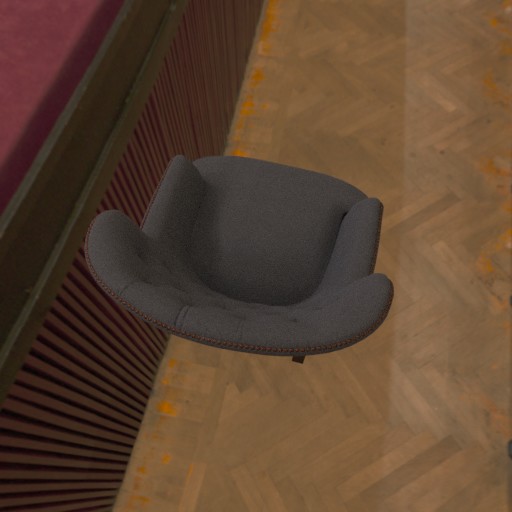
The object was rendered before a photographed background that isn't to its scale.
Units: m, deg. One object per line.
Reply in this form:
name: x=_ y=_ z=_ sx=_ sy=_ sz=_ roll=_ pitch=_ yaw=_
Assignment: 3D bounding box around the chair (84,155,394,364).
chair: x=0.000 y=0.000 z=1.617 sx=0.848 sy=0.868 sz=0.906 roll=14 pitch=64 yaw=7
